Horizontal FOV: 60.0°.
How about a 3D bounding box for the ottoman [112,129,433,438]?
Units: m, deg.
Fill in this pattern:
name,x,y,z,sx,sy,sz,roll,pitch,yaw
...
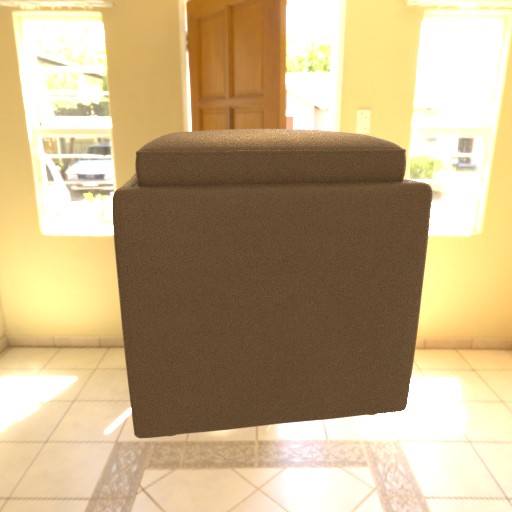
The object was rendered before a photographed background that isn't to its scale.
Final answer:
name,x,y,z,sx,sy,sz,roll,pitch,yaw
ottoman,0.000,0.000,0.835,0.450,0.460,0.451,-3,16,-9
